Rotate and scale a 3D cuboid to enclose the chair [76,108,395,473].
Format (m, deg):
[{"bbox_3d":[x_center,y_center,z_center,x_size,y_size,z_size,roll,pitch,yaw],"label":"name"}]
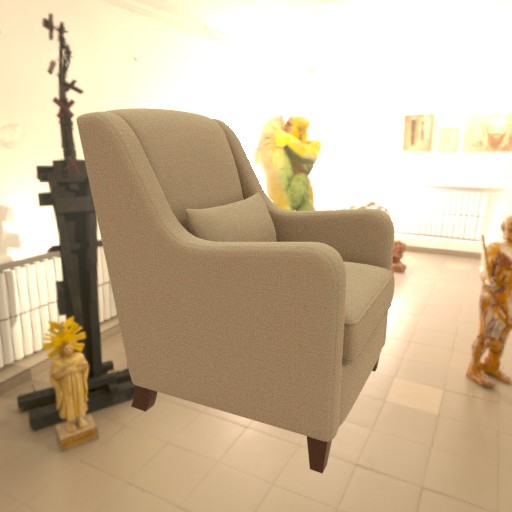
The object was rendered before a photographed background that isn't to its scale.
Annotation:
[{"bbox_3d":[0.000,0.000,1.581,0.896,1.017,0.715,8,17,27],"label":"chair"}]
